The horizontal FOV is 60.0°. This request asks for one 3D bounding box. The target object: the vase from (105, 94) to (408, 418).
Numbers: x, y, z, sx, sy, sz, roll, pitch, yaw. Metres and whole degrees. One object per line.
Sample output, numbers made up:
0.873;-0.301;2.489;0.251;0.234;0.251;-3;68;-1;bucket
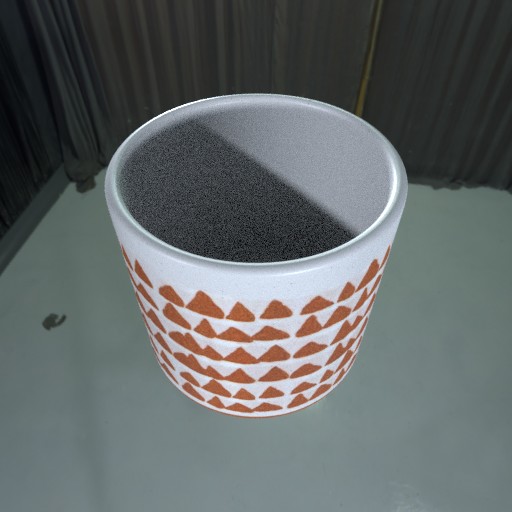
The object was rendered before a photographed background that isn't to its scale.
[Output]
0.000;0.000;0.249;0.137;0.127;0.137;0;47;0;vase
